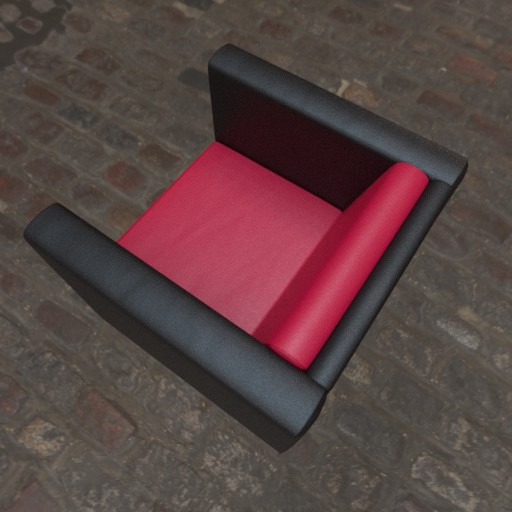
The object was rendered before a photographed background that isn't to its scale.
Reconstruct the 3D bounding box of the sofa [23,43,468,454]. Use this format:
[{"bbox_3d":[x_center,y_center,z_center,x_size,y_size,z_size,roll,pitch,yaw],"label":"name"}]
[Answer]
[{"bbox_3d":[0.000,0.000,1.407,0.809,0.724,0.839,32,67,15],"label":"sofa"}]
